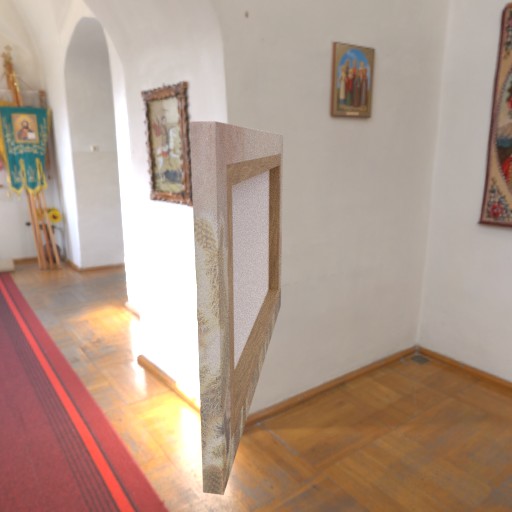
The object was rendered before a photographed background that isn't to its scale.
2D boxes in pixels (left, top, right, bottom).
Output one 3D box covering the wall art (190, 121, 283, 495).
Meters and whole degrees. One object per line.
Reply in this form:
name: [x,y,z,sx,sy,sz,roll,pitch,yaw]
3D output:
wall art: [0.000,0.000,1.118,0.040,0.608,0.916,2,14,9]
